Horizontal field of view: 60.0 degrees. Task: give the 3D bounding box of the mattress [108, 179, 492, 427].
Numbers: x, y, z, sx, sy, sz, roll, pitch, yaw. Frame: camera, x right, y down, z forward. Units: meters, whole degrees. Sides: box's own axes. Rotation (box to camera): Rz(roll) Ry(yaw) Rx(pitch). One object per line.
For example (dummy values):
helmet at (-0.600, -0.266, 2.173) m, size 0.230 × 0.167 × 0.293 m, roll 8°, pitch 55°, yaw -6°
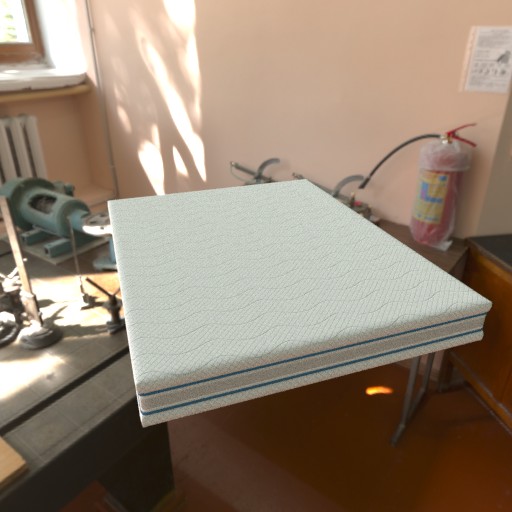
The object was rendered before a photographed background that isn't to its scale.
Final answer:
mattress at (0.000, 0.000, 2.678) m, size 1.600 × 0.230 × 2.000 m, roll -9°, pitch 28°, yaw -17°
